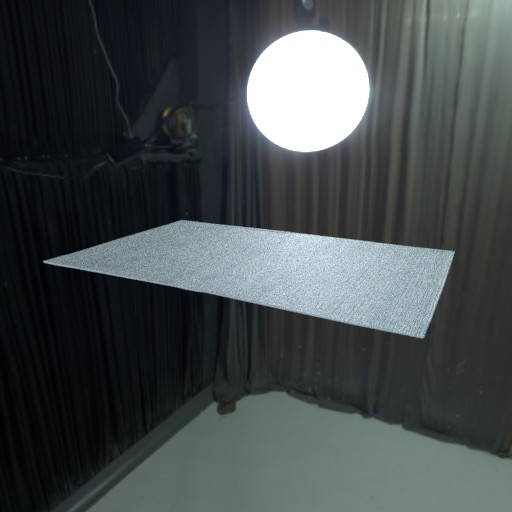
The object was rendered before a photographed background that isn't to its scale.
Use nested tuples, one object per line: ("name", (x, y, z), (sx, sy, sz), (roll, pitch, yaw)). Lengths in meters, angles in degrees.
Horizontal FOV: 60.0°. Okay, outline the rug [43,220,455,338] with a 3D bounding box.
("rug", (0.000, 0.000, 2.342), (1.853, 0.022, 1.174), (8, 18, 27))
